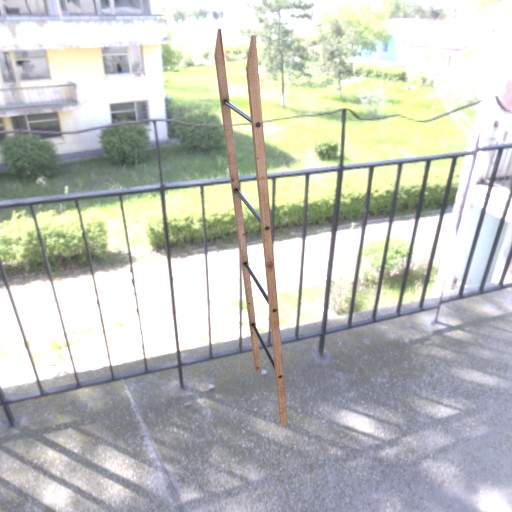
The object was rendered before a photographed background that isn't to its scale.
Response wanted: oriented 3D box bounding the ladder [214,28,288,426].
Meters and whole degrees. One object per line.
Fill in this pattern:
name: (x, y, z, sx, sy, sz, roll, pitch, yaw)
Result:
ladder: (0.000, 0.000, 1.992, 0.200, 1.805, 0.442, -10, 31, -16)
